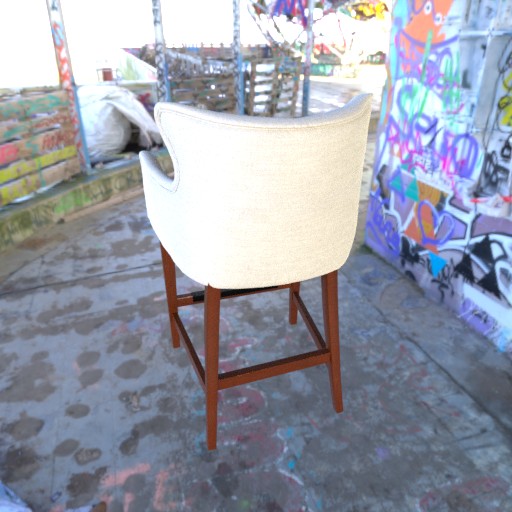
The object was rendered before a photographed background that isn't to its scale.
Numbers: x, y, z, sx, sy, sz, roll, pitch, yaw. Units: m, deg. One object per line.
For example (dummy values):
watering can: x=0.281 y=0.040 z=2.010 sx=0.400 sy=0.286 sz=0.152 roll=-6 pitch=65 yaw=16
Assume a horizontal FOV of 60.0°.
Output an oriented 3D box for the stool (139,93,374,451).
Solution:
stool: x=0.000 y=0.000 z=1.414 sx=0.615 sy=0.987 sz=0.637 roll=-8 pitch=28 yaw=-16
